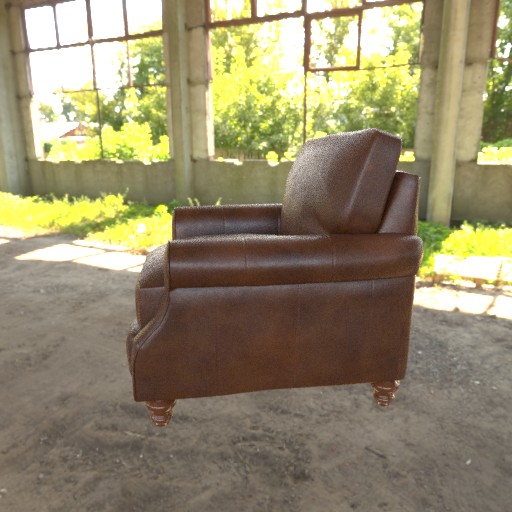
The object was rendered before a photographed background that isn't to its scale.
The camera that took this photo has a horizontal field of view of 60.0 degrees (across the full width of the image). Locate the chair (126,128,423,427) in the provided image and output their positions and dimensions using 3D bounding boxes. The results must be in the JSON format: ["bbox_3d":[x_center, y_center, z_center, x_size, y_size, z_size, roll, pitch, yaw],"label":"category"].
[{"bbox_3d":[0.000,0.000,1.794,0.992,0.972,0.989,-2,14,-8],"label":"chair"}]
